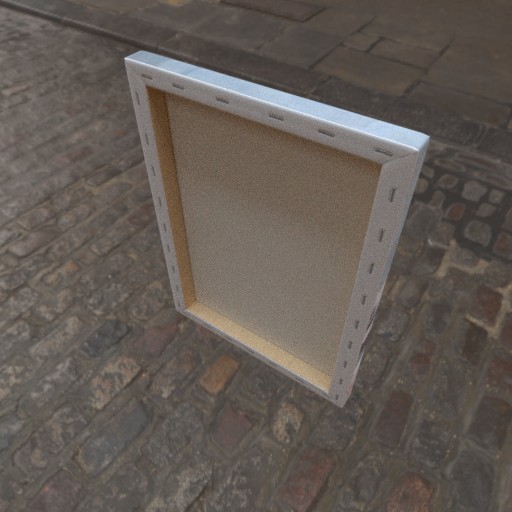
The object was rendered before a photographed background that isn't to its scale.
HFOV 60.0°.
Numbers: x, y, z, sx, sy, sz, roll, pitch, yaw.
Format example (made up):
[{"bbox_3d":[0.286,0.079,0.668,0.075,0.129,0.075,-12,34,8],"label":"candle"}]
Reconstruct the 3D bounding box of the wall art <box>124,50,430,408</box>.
[{"bbox_3d":[0.000,0.000,0.798,0.455,0.613,0.037,26,51,23],"label":"wall art"}]
